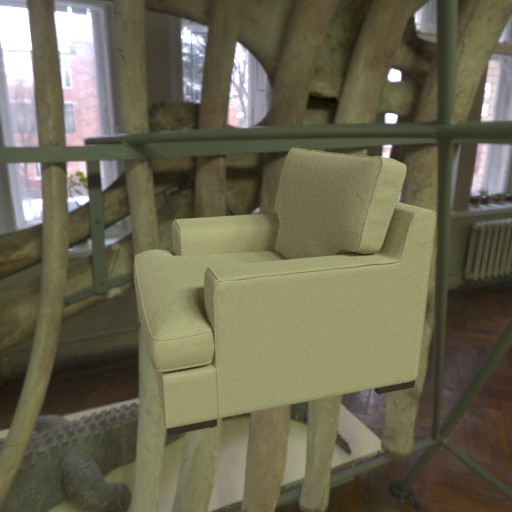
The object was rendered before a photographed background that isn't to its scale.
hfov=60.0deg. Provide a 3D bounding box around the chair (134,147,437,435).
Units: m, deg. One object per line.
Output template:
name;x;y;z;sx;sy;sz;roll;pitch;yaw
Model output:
chair;0.000;0.000;2.190;1.274;1.005;1.293;-7;17;-24
